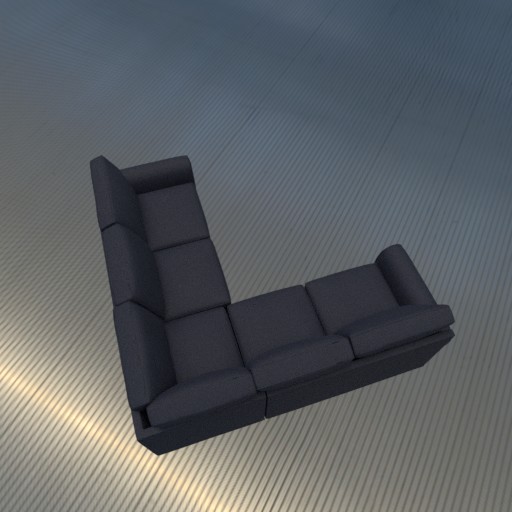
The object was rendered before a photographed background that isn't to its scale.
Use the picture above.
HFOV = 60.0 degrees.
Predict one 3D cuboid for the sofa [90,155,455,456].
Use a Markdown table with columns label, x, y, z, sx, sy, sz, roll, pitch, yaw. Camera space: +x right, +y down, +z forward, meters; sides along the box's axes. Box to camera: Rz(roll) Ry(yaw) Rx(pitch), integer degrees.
| label | x | y | z | sx | sy | sz | roll | pitch | yaw |
| --- | --- | --- | --- | --- | --- | --- | --- | --- | --- |
| sofa | 0.000 | 0.000 | 3.983 | 2.487 | 1.042 | 2.562 | -15 | 60 | -9 |
